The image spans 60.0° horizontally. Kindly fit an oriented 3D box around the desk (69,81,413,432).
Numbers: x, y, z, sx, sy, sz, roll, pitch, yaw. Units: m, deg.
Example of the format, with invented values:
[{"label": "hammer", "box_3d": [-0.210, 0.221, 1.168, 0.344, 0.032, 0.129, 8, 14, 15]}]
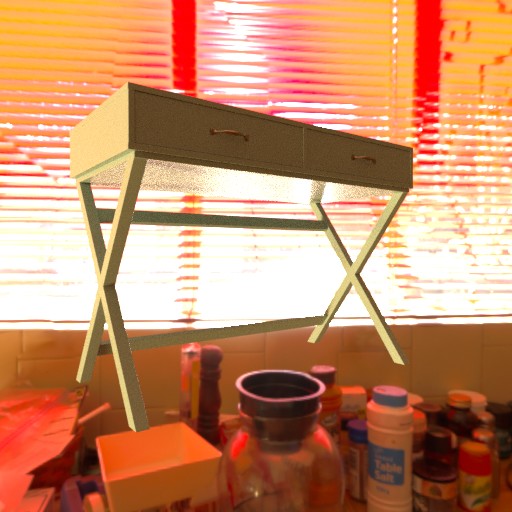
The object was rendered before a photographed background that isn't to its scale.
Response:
[{"label": "desk", "box_3d": [0.000, 0.000, 1.488, 1.057, 0.780, 0.525, -1, 1, -36]}]
